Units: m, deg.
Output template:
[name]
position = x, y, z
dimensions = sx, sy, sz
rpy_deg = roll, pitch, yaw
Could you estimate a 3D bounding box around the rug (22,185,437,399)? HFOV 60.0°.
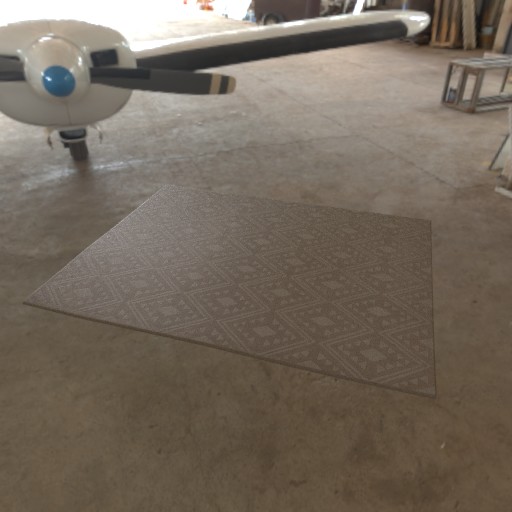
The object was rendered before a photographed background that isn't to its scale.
[rug]
position = 0.000, 0.000, 3.979
dimensions = 3.011, 0.054, 2.399
rpy_deg = 10, 34, 15
